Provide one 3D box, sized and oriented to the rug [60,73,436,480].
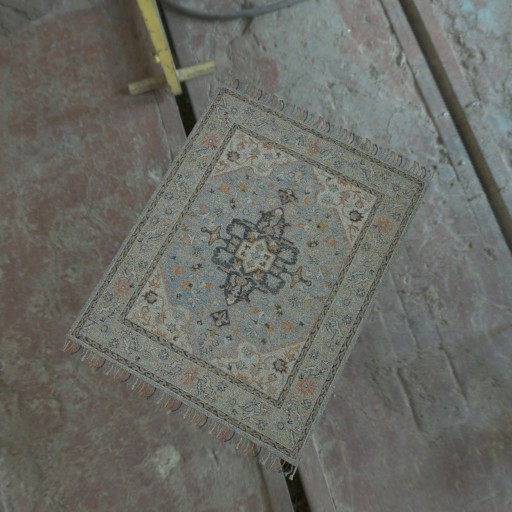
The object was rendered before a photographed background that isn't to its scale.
[{"bbox_3d":[0.000,0.000,4.220,2.379,0.011,3.221,27,79,6],"label":"rug"}]
